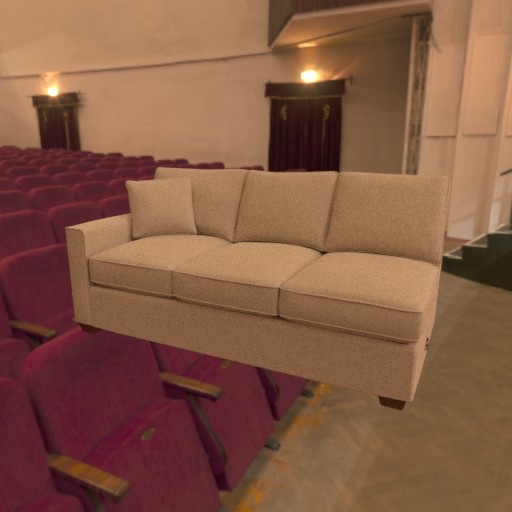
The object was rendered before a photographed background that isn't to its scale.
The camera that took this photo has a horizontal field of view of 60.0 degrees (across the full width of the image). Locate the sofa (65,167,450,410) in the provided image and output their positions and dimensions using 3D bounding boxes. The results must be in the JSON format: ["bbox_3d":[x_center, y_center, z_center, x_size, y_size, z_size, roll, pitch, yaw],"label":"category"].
[{"bbox_3d":[0.000,0.000,2.558,1.962,0.946,1.034,7,16,25],"label":"sofa"}]
